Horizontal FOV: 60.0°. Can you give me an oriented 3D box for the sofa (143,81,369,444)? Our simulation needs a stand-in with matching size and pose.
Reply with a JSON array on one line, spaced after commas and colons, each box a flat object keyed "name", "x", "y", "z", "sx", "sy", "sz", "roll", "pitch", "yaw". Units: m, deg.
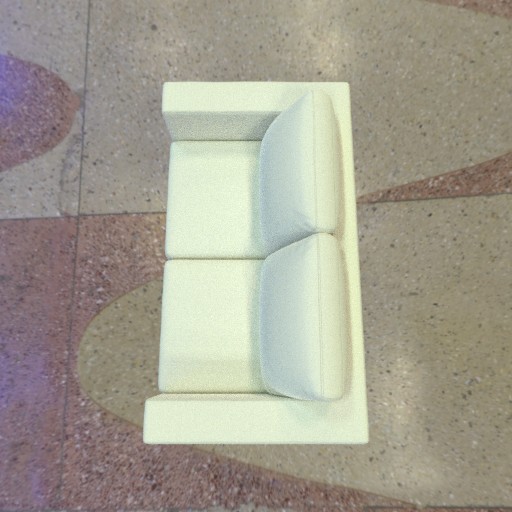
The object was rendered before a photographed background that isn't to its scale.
[{"name": "sofa", "x": 0.000, "y": 0.000, "z": 2.337, "sx": 1.009, "sy": 0.932, "sz": 1.813, "roll": 0, "pitch": 76, "yaw": 0}]
